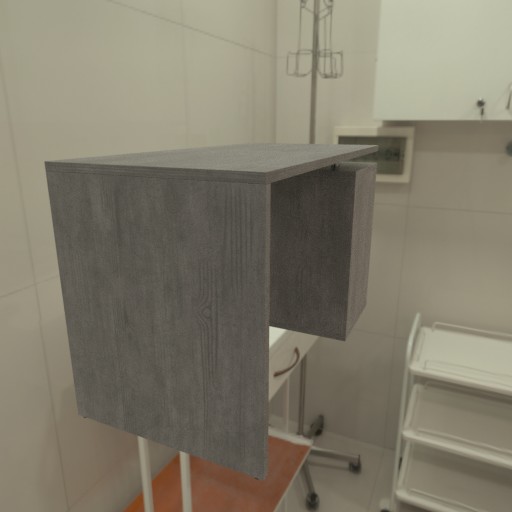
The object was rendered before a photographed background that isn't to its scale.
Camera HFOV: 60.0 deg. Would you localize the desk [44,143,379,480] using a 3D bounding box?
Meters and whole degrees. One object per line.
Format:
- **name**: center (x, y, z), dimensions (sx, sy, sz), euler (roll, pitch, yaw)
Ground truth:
- **desk**: center (0.000, 0.000, 1.604), dimensions (0.600, 0.740, 1.200), euler (8, 18, 24)
